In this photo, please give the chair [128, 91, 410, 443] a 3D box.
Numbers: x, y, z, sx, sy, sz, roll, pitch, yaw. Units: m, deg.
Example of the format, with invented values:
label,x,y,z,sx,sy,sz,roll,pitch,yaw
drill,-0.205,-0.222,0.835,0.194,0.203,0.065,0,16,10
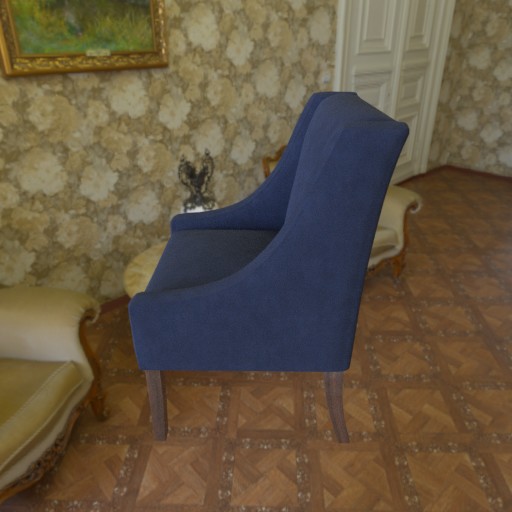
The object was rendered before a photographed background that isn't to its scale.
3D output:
label,x,y,z,sx,sy,sz,roll,pitch,yaw
chair,0.000,0.000,1.344,0.629,0.895,0.629,0,26,1
